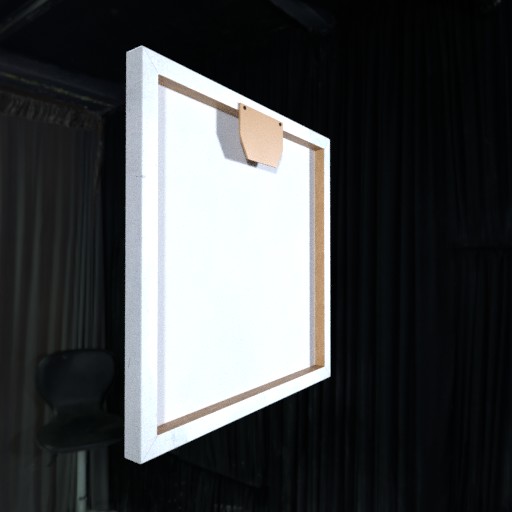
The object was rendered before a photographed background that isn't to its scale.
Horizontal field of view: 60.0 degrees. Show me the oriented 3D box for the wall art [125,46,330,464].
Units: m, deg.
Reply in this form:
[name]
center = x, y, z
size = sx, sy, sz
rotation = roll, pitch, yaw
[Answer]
[wall art]
center = 0.000, 0.000, 0.893
size = 0.044, 0.605, 0.605
rotation = -1, -1, 36
